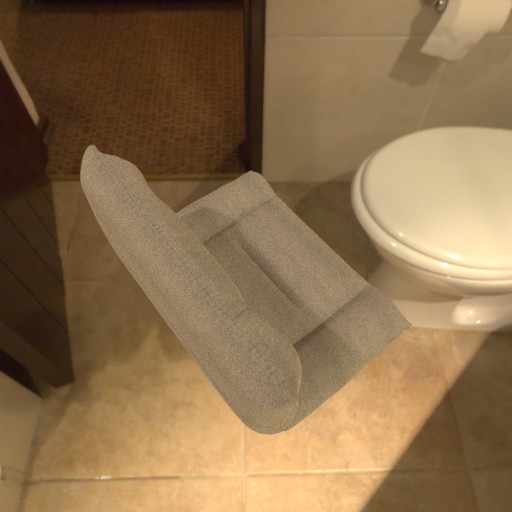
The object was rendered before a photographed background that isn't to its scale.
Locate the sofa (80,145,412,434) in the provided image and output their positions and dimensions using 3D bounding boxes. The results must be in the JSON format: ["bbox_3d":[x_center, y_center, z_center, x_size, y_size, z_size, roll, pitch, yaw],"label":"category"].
[{"bbox_3d":[0.000,0.000,1.735,0.847,0.795,1.144,-34,64,-19],"label":"sofa"}]
